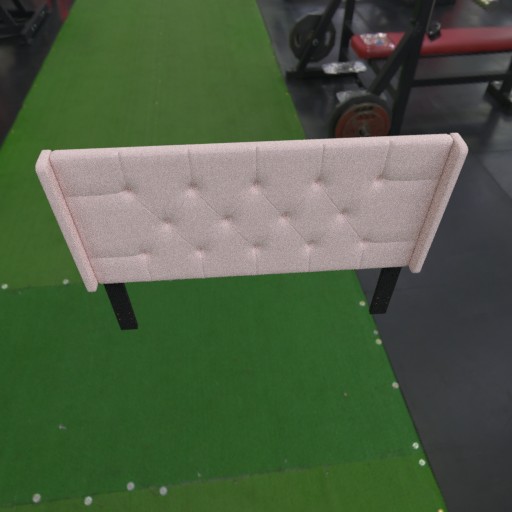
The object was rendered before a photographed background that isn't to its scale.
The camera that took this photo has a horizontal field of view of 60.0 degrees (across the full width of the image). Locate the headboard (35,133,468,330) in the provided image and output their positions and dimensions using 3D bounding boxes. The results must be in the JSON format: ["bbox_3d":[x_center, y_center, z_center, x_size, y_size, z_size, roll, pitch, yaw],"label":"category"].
[{"bbox_3d":[0.000,0.000,2.689,2.051,1.524,0.184,-3,46,-3],"label":"headboard"}]
